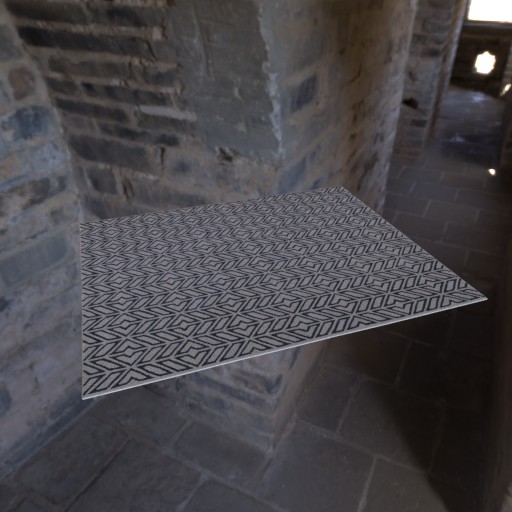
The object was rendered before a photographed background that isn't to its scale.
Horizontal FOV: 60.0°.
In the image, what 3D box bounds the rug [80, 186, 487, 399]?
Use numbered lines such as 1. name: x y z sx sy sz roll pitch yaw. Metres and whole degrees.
1. rug: 0.000 0.000 4.056 3.045 0.008 2.421 -10 33 -16
